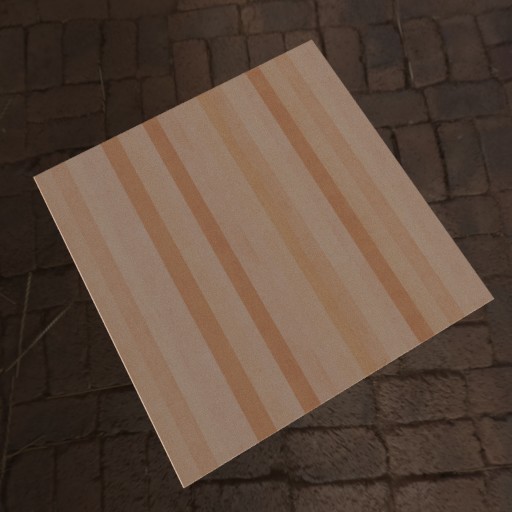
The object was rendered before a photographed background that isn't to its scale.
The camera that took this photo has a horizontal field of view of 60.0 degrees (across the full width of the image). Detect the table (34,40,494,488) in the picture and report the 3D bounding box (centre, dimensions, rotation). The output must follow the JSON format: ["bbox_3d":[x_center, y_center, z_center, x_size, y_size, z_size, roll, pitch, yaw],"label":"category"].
[{"bbox_3d":[0.000,0.000,1.399,0.900,0.450,0.900,-29,78,-7],"label":"table"}]
